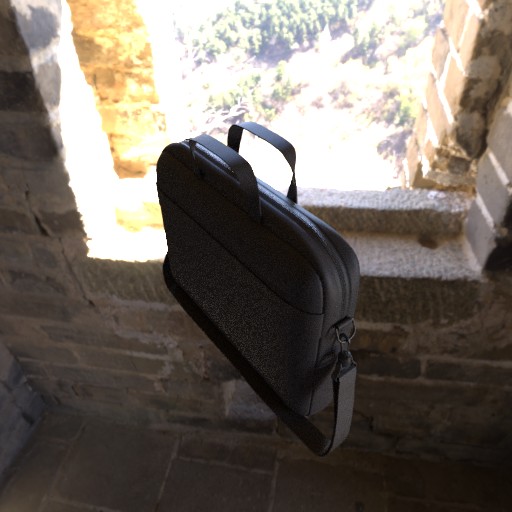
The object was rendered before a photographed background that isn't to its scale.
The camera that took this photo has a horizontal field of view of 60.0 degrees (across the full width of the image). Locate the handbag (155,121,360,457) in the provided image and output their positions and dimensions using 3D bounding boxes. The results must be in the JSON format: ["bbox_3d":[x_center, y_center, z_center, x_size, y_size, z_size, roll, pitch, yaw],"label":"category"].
[{"bbox_3d":[0.000,0.000,0.594,0.126,0.330,0.429,-26,47,-27],"label":"handbag"}]
